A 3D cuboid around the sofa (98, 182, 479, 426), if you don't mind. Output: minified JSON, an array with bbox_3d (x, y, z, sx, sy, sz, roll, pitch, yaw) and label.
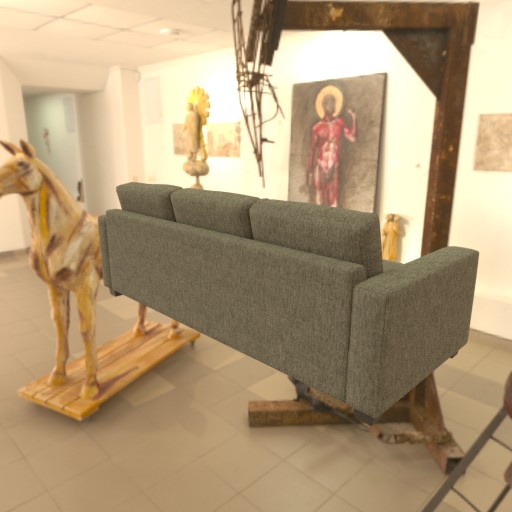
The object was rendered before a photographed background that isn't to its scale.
[{"bbox_3d":[0.000,0.000,2.581,0.900,0.800,2.160,-15,21,-43],"label":"sofa"}]
